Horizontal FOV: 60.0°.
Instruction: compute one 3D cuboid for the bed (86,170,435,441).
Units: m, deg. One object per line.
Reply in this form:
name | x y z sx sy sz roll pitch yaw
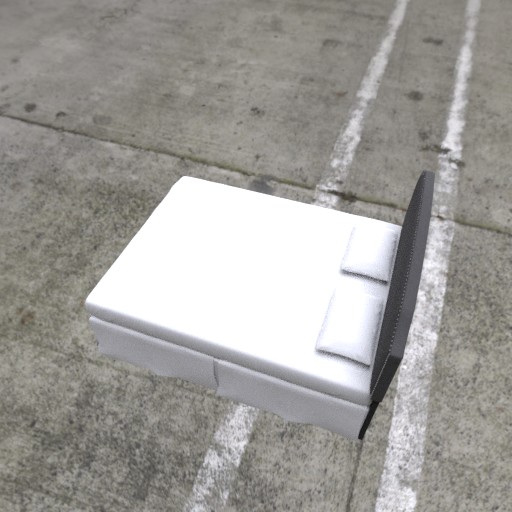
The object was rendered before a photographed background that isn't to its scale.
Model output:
bed | 0.000 0.000 3.080 1.999 1.270 1.558 15 49 14
